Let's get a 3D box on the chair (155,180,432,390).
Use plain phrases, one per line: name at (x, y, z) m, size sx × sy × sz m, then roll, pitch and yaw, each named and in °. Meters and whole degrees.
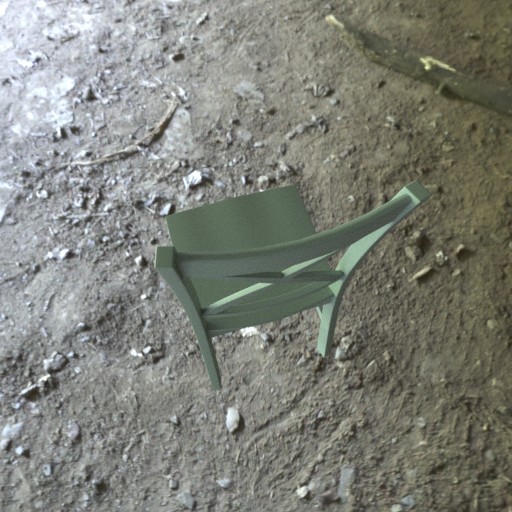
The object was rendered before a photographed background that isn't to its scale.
chair at (0.000, 0.000, 1.272) m, size 0.485 × 0.983 × 0.542 m, roll -15°, pitch 61°, yaw -9°
